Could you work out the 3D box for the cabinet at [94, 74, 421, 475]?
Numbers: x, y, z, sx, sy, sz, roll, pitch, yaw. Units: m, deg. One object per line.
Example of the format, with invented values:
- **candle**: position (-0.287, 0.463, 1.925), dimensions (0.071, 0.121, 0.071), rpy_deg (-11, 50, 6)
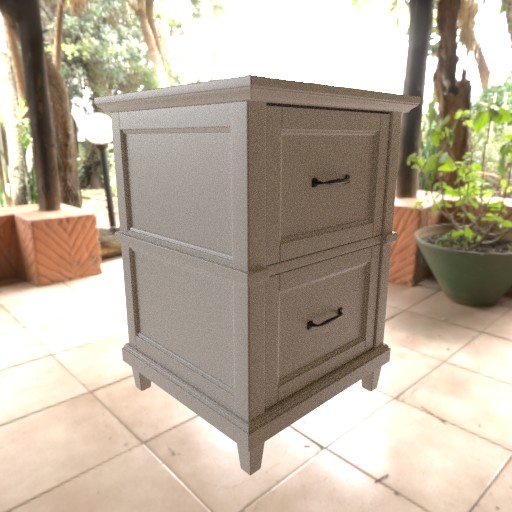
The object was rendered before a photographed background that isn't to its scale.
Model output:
- **cabinet**: position (0.000, 0.000, 1.144), dimensions (0.544, 0.775, 0.547), rpy_deg (-14, 20, -42)
